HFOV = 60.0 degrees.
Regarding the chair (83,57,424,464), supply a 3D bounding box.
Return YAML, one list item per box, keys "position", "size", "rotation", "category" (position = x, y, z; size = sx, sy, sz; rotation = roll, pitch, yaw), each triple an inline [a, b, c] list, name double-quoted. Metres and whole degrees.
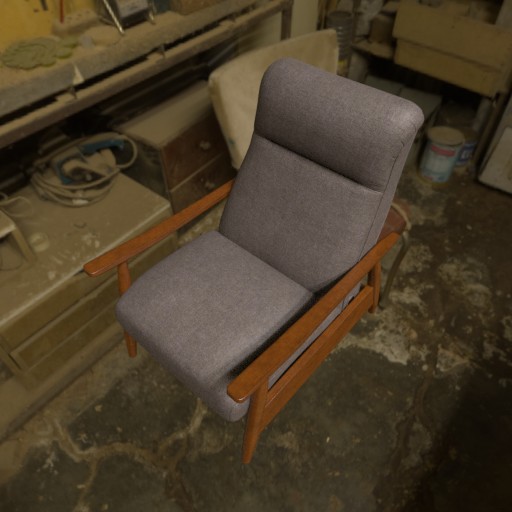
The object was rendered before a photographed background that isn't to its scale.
- position: [0.000, 0.000, 1.719]
  size: [0.762, 1.081, 1.014]
  rotation: [33, 55, 26]
  category: "chair"
